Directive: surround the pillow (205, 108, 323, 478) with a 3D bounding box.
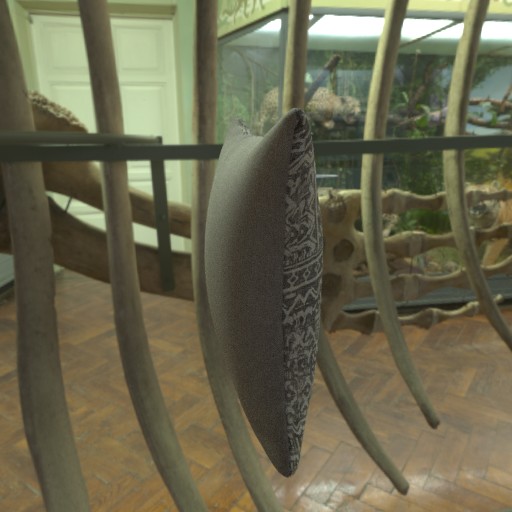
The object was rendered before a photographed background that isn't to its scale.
[{"bbox_3d":[0.000,0.000,0.790,0.180,0.487,0.546,-3,17,-9],"label":"pillow"}]
